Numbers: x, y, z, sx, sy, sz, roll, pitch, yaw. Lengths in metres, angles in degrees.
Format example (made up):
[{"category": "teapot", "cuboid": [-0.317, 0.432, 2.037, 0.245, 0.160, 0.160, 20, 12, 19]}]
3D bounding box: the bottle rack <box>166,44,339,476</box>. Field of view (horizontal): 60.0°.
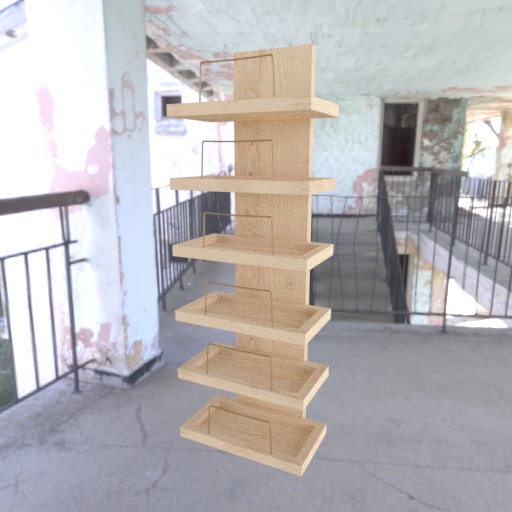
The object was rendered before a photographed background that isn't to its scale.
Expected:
[{"category": "bottle rack", "cuboid": [0.000, 0.000, 1.052, 0.330, 0.943, 0.206, 6, 14, 26]}]
